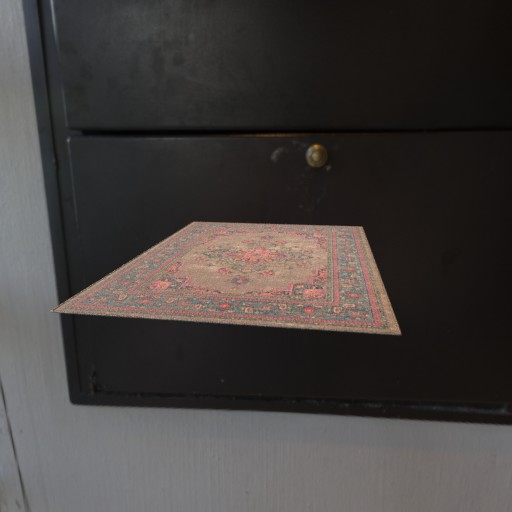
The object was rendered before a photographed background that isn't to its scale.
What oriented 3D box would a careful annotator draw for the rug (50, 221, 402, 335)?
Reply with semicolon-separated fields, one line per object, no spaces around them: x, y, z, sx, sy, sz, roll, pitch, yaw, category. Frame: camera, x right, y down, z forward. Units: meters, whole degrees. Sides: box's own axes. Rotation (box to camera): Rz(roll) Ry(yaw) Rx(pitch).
0.000;0.000;3.839;2.005;0.013;2.890;2;15;9;rug
